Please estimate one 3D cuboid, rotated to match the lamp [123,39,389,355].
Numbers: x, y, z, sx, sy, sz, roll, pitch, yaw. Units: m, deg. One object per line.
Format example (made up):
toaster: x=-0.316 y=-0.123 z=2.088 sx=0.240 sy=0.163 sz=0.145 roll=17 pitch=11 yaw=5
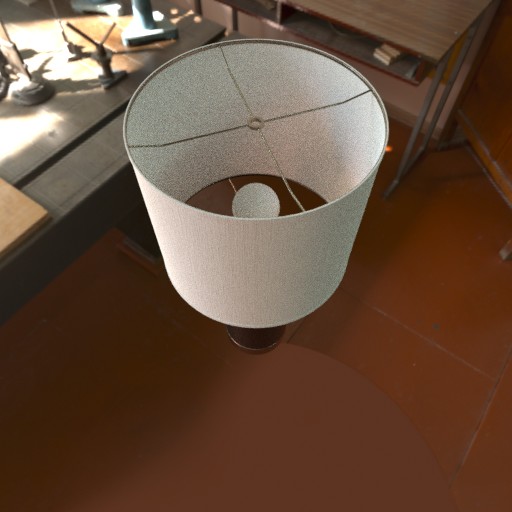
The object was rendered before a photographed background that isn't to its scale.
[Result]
lamp: x=0.000 y=0.000 z=0.609 sx=0.241 sy=0.482 sz=0.240 roll=-16 pitch=59 yaw=-10
